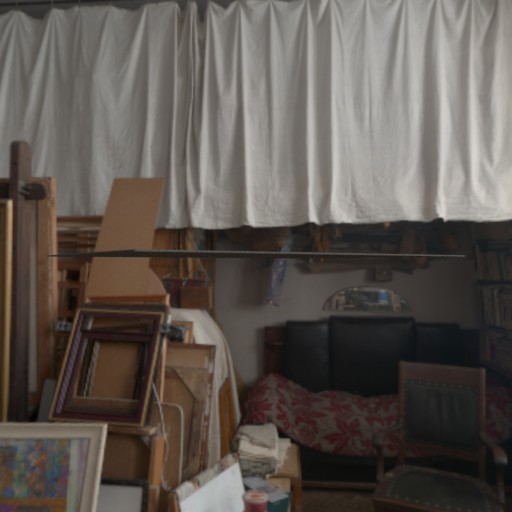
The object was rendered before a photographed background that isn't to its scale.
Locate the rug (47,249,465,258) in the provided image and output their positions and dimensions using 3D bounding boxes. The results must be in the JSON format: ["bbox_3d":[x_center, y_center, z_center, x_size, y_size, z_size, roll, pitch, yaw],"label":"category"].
[{"bbox_3d":[0.000,0.000,2.913,2.235,0.008,1.600,1,-1,-36],"label":"rug"}]
